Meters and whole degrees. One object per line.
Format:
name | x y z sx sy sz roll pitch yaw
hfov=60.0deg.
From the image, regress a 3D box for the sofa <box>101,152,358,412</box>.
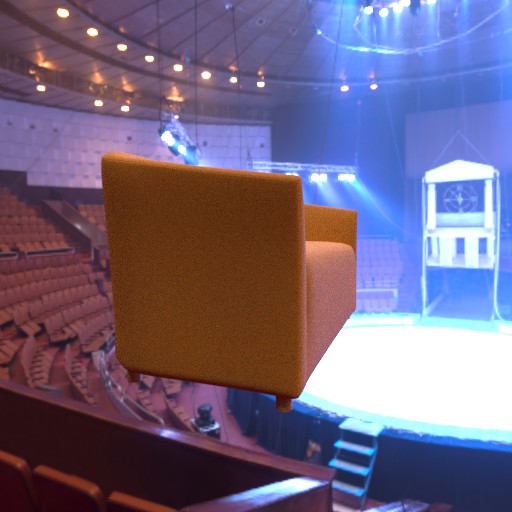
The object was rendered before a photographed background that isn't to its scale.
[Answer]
sofa | 0.000 0.000 1.836 0.705 0.721 1.452 1 2 18
